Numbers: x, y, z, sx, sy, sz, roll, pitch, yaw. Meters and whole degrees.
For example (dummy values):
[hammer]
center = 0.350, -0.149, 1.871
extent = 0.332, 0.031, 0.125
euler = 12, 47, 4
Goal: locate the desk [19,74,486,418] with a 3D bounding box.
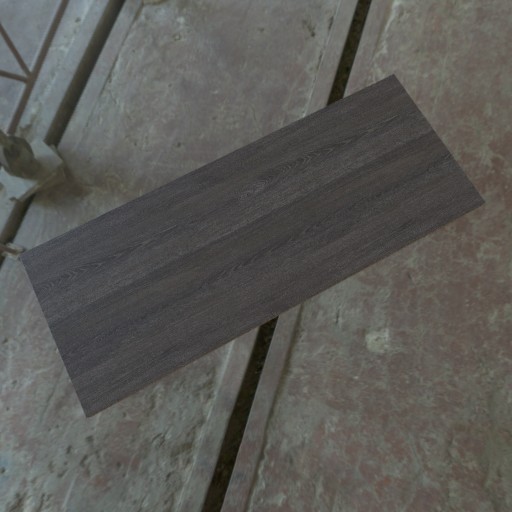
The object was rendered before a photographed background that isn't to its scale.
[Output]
[desk]
center = 0.000, 0.000, 1.912
extent = 1.524, 0.760, 0.600
euler = -27, 77, -7
